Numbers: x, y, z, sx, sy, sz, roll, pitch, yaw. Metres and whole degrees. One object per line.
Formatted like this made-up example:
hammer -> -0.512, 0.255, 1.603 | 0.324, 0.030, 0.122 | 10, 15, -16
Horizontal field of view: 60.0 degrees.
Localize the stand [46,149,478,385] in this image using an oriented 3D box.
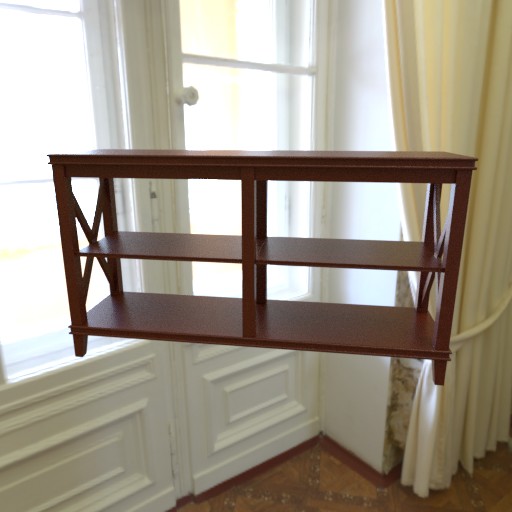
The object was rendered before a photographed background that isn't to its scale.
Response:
stand -> 0.000, 0.000, 1.677 | 1.372, 0.762, 0.381 | 2, 16, 8
